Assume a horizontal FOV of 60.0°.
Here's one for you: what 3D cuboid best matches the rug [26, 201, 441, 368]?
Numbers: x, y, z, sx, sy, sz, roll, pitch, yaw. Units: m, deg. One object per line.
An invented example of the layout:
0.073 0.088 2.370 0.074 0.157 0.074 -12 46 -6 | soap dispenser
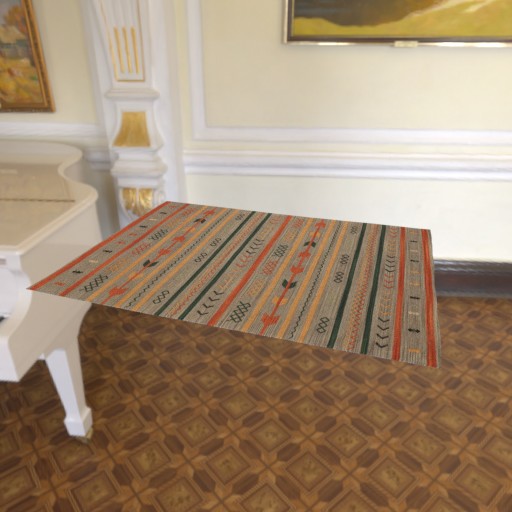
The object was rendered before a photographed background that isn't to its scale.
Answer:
0.000 0.000 3.980 3.029 0.022 2.263 8 27 16 | rug
